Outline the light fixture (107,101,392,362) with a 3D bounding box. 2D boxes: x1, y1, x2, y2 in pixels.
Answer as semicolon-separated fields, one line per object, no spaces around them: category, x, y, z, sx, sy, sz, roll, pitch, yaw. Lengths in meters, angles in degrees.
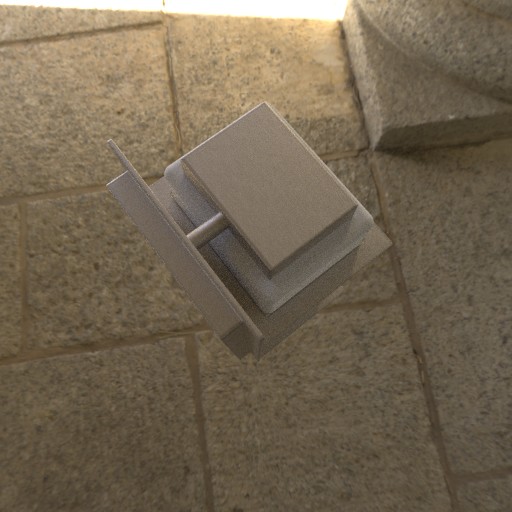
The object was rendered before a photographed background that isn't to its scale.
light fixture;0.000;0.000;0.472;0.160;0.380;0.168;-37;78;-9
